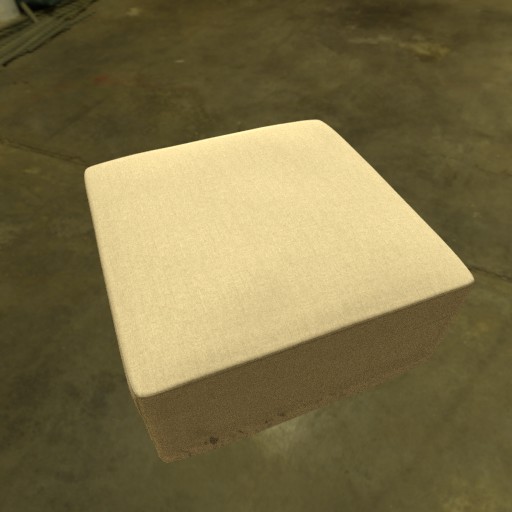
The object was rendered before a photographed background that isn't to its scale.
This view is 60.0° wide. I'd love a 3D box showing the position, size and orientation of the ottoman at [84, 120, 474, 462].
[{"bbox_3d":[0.000,0.000,1.326,0.843,0.436,0.840,-16,49,-15],"label":"ottoman"}]
